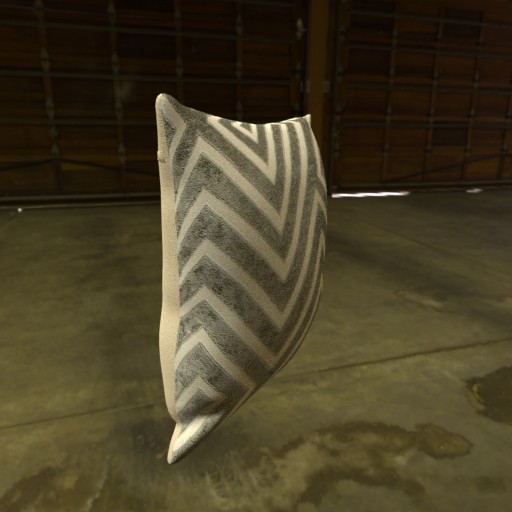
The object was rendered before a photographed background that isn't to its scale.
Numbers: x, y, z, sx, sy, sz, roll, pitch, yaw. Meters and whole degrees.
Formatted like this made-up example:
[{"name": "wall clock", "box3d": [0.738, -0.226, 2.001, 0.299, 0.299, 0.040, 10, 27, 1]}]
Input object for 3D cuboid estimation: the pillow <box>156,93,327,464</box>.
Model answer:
[{"name": "pillow", "box3d": [0.000, 0.000, 0.679, 0.182, 0.441, 0.440, 8, 17, 26]}]
